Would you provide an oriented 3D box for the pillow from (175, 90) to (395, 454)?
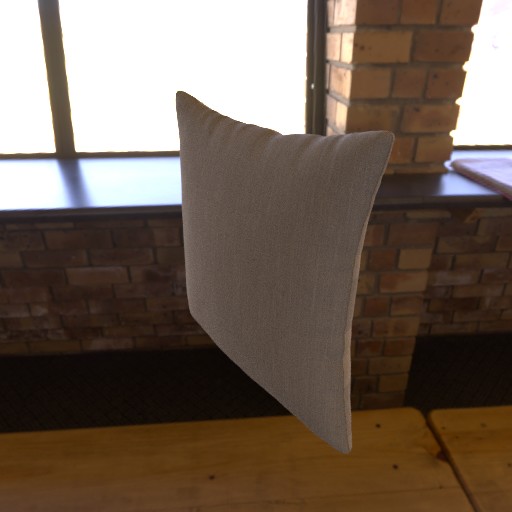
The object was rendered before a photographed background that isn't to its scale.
[{"bbox_3d":[0.000,0.000,0.781,0.161,0.509,0.511,-18,32,-32],"label":"pillow"}]
